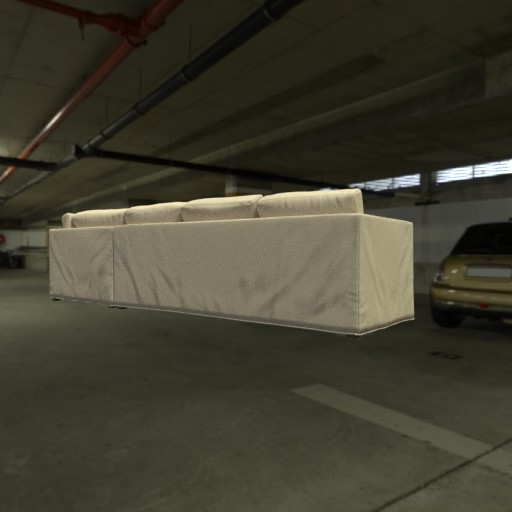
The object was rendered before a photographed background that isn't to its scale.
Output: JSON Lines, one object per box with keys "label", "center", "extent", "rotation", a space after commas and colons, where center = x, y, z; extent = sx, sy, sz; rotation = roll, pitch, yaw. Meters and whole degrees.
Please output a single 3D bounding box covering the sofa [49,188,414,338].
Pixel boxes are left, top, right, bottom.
{"label": "sofa", "center": [0.000, 0.000, 4.278], "extent": [3.182, 0.871, 2.432], "rotation": [1, 1, 36]}
